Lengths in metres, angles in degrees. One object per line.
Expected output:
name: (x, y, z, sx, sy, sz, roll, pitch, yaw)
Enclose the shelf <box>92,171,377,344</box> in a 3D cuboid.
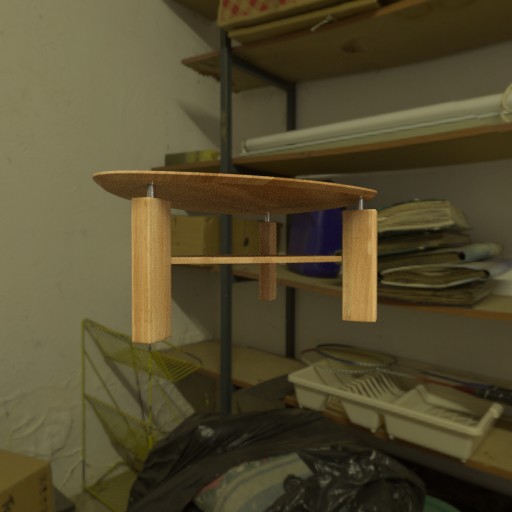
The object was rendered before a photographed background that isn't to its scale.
shelf: (0.000, 0.000, 1.639, 0.863, 0.439, 1.240, 0, 1, 19)
